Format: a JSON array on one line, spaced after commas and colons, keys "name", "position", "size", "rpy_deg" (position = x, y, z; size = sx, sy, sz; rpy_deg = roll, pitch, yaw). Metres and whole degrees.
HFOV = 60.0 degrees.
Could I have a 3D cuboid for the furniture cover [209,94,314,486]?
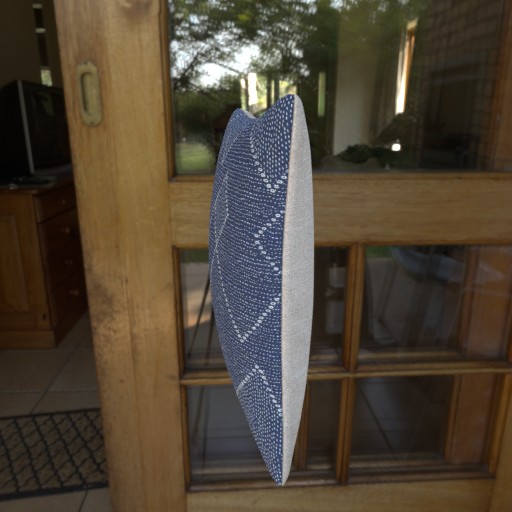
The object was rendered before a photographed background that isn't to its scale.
[{"name": "furniture cover", "position": [0.000, 0.000, 0.770], "size": [0.162, 0.503, 0.511], "rpy_deg": [-2, 17, -8]}]
